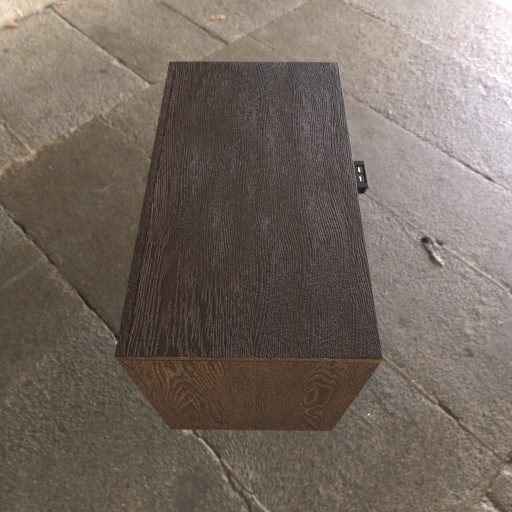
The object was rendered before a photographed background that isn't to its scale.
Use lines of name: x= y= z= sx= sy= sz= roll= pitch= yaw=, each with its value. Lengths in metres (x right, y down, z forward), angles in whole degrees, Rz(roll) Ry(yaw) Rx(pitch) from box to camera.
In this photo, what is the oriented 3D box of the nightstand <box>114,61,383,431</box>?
nightstand: x=0.000 y=0.000 z=1.168 sx=0.457 sy=0.612 sz=0.775 roll=0 pitch=57 yaw=0
